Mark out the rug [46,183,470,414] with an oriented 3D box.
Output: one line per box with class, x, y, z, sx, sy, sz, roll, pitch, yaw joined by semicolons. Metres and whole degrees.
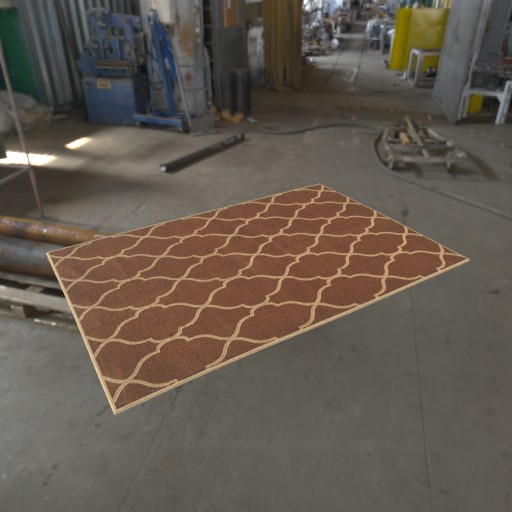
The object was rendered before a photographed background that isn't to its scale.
rug;0.000;0.000;2.862;2.290;0.014;1.526;-18;35;-27
